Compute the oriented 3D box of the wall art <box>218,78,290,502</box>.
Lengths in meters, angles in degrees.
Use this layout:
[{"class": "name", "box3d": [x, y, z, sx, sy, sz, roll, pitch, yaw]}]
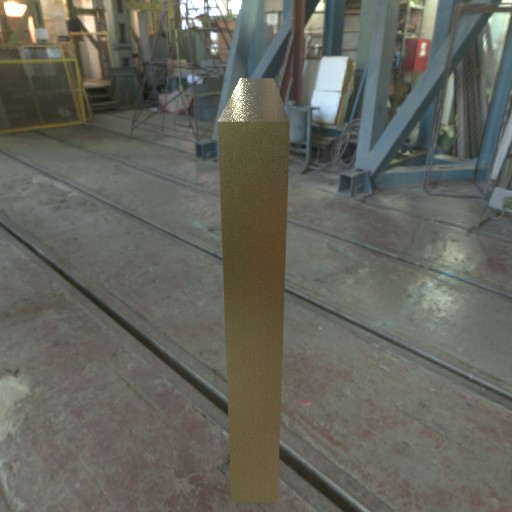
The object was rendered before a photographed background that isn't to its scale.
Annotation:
[{"class": "wall art", "box3d": [0.000, 0.000, 0.436, 0.038, 0.304, 0.304, 0, 26, 0]}]
